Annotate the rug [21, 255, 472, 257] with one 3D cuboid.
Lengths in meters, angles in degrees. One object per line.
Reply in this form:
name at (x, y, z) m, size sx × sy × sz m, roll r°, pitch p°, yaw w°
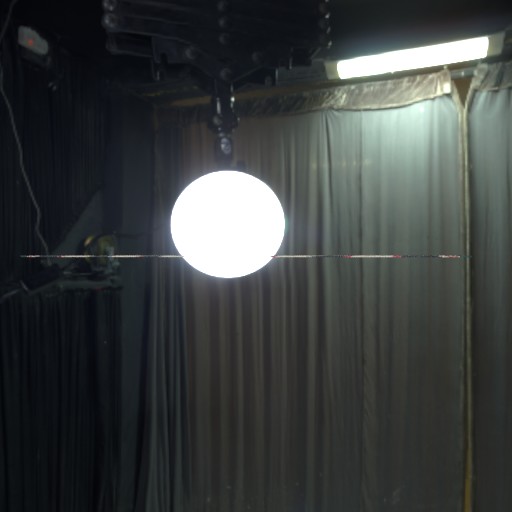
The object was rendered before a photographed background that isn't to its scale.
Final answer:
rug at (0.000, 0.000, 2.851) m, size 2.311 × 0.010 × 1.522 m, roll 0°, pitch 0°, yaw 18°
